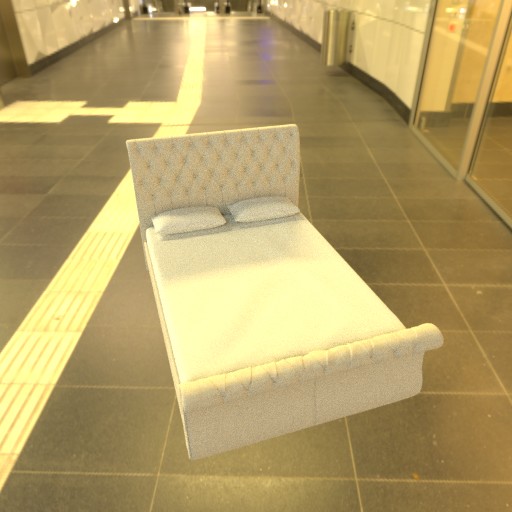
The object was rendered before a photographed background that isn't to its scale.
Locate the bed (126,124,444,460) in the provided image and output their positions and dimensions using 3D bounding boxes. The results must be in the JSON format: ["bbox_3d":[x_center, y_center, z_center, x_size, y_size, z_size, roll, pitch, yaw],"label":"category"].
[{"bbox_3d":[0.000,0.000,3.455,1.606,1.268,2.493,-10,34,-15],"label":"bed"}]
